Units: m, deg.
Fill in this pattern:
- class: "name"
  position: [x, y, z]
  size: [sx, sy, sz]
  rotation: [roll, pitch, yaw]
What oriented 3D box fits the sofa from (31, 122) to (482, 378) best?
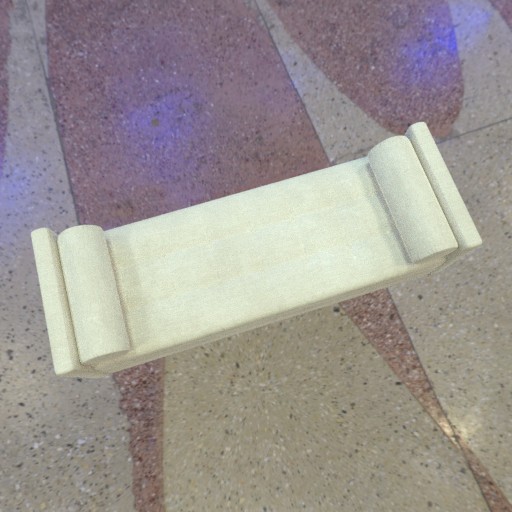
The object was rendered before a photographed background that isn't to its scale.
- class: "sofa"
  position: [0.000, 0.000, 2.323]
  size: [1.981, 0.635, 0.686]
  rotation: [-17, 74, -5]
